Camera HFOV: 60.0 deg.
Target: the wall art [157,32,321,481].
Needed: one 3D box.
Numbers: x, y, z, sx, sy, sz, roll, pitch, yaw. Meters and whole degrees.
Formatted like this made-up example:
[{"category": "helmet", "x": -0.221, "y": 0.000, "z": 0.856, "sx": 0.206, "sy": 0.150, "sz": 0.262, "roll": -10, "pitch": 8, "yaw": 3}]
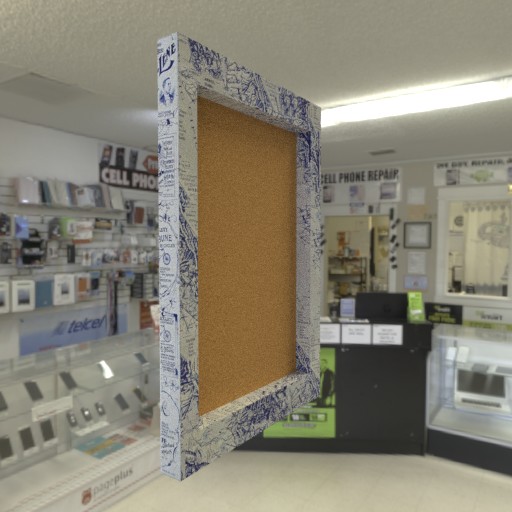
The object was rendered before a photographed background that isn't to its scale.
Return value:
[{"category": "wall art", "x": 0.000, "y": 0.000, "z": 0.768, "sx": 0.040, "sy": 0.601, "sz": 0.408, "roll": 1, "pitch": 2, "yaw": 35}]
